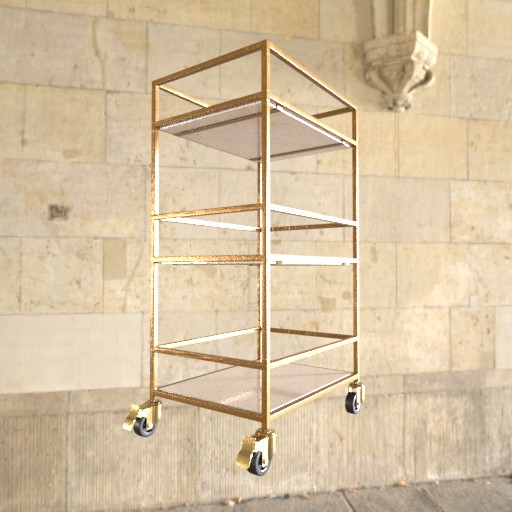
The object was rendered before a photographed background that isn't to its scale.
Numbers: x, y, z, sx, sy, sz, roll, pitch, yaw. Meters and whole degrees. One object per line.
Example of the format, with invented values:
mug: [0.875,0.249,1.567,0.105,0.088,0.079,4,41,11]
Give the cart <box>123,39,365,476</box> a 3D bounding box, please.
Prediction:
cart: [0.000,0.000,1.012,0.332,0.761,0.483,-1,-2,36]
